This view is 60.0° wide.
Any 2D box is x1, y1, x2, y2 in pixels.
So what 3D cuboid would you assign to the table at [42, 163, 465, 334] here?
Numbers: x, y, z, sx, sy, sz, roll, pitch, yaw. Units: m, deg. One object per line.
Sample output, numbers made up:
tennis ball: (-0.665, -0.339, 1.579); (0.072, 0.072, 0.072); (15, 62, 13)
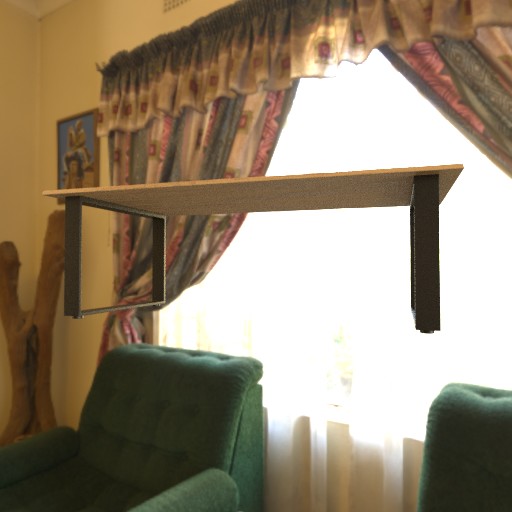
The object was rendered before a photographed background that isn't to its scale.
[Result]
table: (0.000, 0.000, 1.648); (1.331, 0.445, 0.693); (0, -2, 18)
